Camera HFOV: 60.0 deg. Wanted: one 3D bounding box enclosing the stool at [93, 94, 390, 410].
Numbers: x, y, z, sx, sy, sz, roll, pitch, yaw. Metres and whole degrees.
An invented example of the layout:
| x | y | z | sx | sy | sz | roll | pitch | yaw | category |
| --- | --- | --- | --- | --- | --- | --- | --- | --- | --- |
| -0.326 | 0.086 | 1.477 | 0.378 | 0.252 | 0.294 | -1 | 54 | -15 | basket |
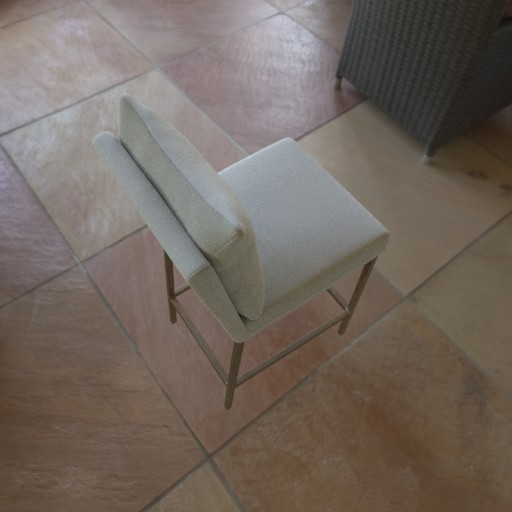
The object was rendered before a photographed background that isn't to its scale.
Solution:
| x | y | z | sx | sy | sz | roll | pitch | yaw | category |
| --- | --- | --- | --- | --- | --- | --- | --- | --- | --- |
| 0.000 | 0.000 | 1.308 | 0.572 | 1.032 | 0.463 | -30 | 62 | -18 | stool |
